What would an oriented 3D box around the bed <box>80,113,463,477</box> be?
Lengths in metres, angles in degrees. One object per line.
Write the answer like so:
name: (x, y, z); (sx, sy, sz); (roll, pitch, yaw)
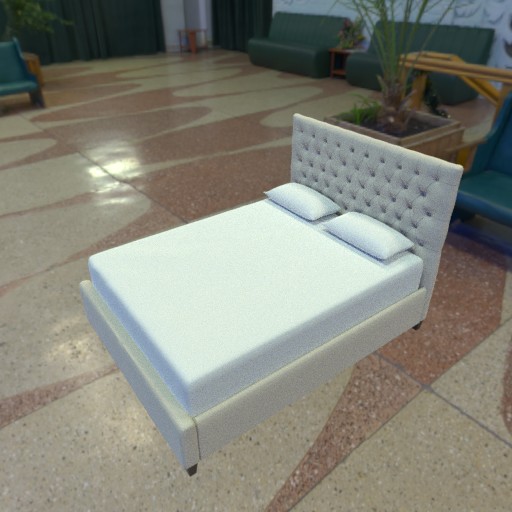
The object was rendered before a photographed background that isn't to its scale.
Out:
bed: (0.000, 0.000, 3.314); (2.233, 1.426, 1.696); (-22, 38, -30)
